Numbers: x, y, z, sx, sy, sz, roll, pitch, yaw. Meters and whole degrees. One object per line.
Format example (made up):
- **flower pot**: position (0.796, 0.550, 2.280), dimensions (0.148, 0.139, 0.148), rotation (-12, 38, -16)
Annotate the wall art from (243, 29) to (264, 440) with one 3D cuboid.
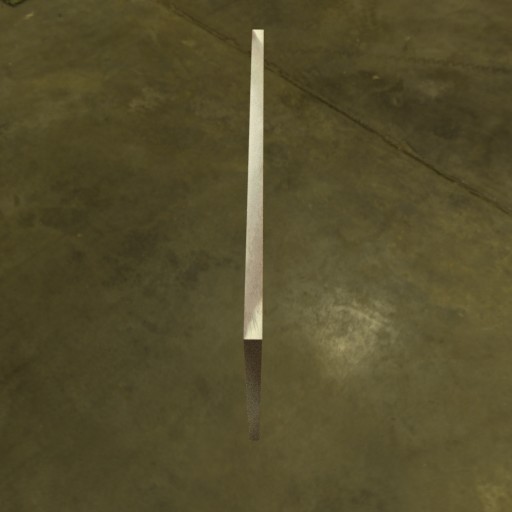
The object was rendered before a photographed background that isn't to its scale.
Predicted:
- **wall art**: position (0.000, 0.000, 1.147), dimensions (0.027, 0.762, 0.762), rotation (1, 58, 0)
